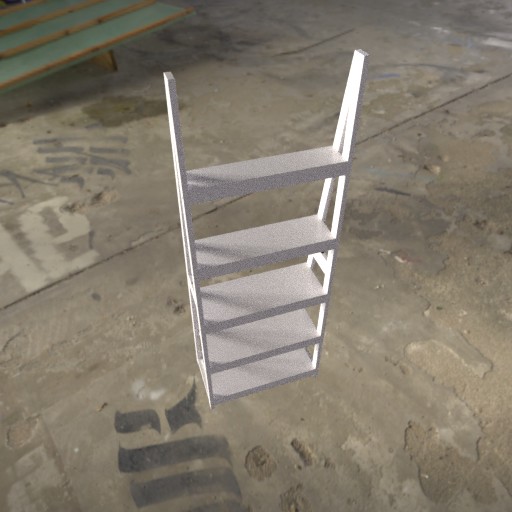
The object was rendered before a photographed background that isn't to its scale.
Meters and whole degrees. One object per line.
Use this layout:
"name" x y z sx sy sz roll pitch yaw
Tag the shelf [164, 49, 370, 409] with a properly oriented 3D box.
"shelf" 0.000 0.000 2.011 0.636 1.779 0.341 -13 44 -14
